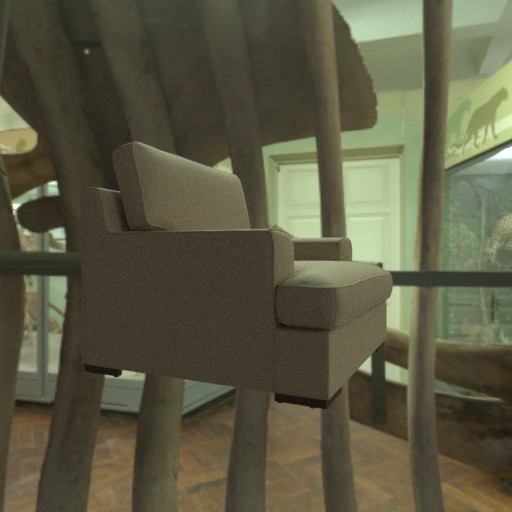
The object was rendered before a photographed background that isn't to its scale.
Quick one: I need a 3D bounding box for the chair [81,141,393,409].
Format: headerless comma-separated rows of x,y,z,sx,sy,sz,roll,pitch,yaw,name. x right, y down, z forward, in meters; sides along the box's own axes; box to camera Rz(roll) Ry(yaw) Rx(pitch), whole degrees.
0.000,0.000,2.178,1.274,1.005,1.293,0,1,18,chair
